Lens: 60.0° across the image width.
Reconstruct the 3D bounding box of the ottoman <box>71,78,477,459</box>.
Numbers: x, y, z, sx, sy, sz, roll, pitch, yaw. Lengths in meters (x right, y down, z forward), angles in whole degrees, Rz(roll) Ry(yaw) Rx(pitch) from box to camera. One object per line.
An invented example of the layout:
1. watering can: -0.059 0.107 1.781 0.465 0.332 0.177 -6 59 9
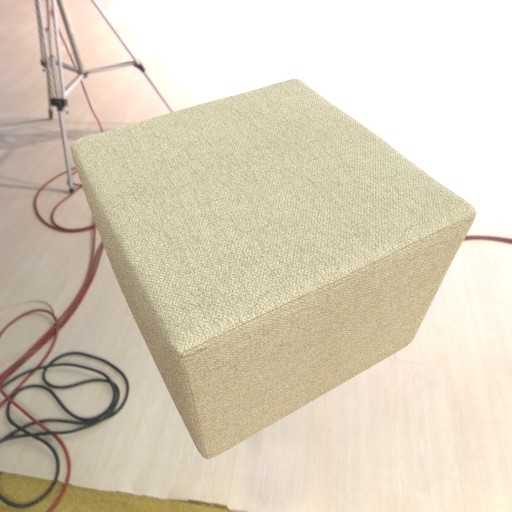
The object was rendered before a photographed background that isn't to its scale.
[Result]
1. ottoman: 0.000 0.000 0.871 0.508 0.432 0.508 -23 52 -20
